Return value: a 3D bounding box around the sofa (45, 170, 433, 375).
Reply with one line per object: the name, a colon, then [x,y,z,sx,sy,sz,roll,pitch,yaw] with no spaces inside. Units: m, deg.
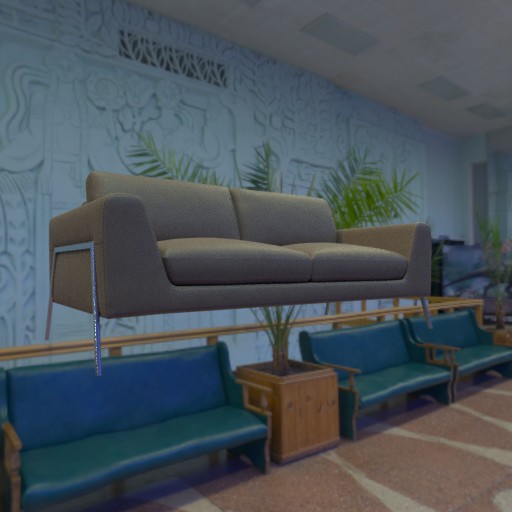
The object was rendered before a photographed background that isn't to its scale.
sofa: [0.000,0.000,2.507,2.017,0.875,0.953,1,-2,-36]
